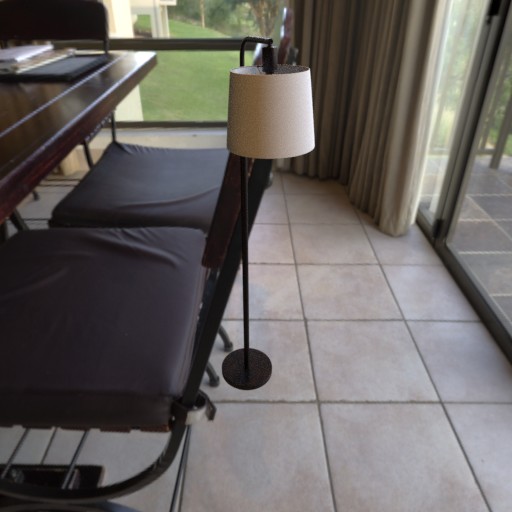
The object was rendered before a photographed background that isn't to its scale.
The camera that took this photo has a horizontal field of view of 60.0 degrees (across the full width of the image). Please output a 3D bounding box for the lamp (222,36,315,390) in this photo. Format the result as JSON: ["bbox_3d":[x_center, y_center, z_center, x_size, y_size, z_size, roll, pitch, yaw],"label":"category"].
[{"bbox_3d":[0.000,0.000,1.637,0.254,1.478,0.508,-11,35,-16],"label":"lamp"}]
